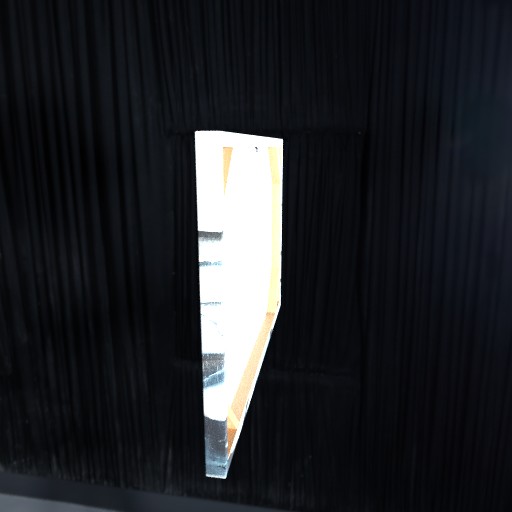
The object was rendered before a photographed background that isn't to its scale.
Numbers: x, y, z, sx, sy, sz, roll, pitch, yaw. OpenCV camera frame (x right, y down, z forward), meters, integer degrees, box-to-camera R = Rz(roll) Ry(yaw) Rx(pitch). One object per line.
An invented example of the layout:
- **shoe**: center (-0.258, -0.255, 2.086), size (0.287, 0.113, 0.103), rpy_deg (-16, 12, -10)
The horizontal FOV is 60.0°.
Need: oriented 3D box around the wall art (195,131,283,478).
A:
- **wall art**: center (0.000, 0.000, 1.172), size (0.039, 0.609, 0.914), rpy_deg (2, 14, 9)
